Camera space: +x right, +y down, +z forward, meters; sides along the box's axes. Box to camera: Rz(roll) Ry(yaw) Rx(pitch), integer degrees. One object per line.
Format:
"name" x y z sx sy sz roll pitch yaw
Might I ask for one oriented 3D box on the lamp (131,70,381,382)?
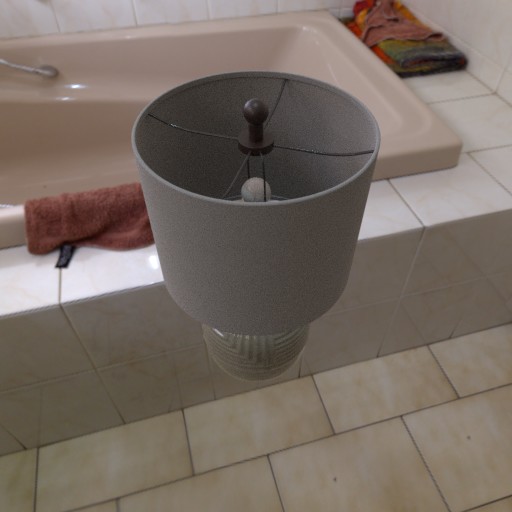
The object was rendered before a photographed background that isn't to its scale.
"lamp" 0.000 0.000 0.756 0.318 0.567 0.318 0 47 0
